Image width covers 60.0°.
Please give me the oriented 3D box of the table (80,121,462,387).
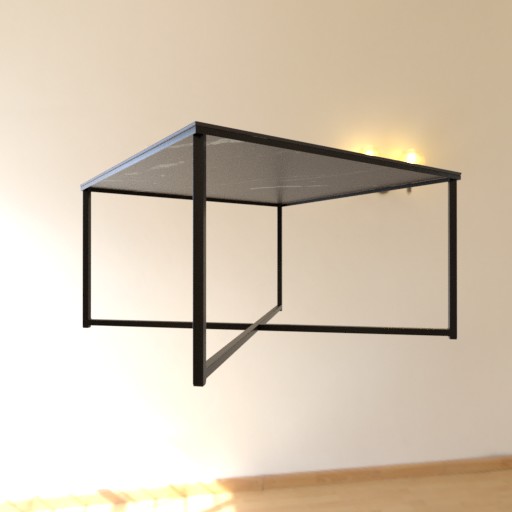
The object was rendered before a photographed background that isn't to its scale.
[{"bbox_3d":[0.000,0.000,1.299,0.800,0.450,0.800,0,0,-35],"label":"table"}]
